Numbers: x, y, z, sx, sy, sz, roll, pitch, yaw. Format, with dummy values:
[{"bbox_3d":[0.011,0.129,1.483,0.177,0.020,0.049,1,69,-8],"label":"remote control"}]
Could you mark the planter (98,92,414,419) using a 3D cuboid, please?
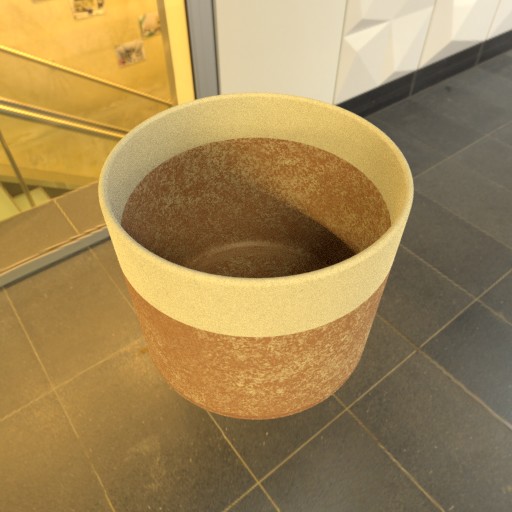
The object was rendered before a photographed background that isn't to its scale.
[{"bbox_3d":[0.000,0.000,0.278,0.159,0.138,0.159,0,47,0],"label":"planter"}]
